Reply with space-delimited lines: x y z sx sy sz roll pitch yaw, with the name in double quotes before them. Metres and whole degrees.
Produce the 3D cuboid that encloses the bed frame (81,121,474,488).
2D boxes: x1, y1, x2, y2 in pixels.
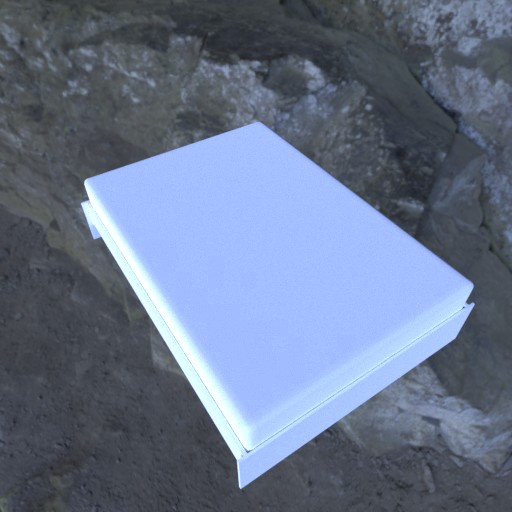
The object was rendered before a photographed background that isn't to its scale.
"bed frame" 0.000 0.000 2.644 1.445 0.497 1.945 -25 51 -23
